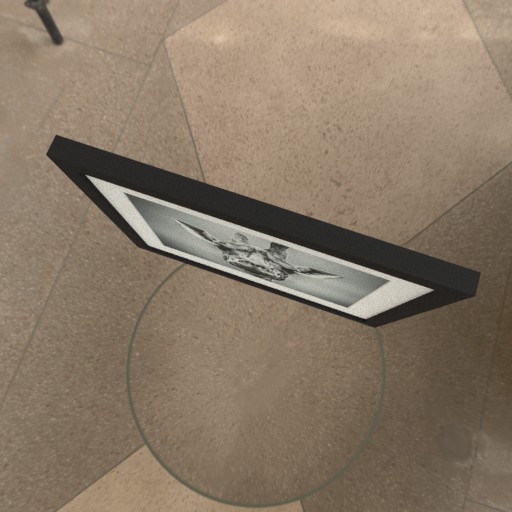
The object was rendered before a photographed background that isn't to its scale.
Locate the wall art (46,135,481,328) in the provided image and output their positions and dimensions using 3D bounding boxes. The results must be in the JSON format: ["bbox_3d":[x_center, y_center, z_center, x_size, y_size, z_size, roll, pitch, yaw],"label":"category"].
[{"bbox_3d":[0.000,0.000,0.770,0.558,0.457,0.031,19,77,4],"label":"wall art"}]
